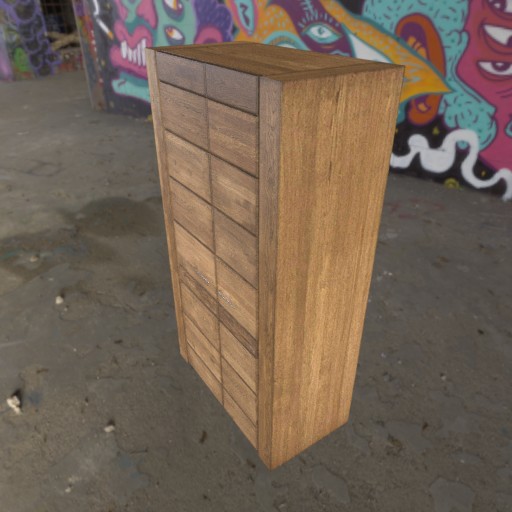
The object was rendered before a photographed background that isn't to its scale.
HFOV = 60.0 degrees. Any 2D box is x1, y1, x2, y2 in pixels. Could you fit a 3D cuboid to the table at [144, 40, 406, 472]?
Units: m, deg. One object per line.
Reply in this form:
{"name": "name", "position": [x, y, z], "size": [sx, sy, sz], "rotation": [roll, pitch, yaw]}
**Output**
{"name": "table", "position": [0.000, 0.000, 2.410], "size": [0.600, 2.000, 1.100], "rotation": [-19, 36, -29]}
